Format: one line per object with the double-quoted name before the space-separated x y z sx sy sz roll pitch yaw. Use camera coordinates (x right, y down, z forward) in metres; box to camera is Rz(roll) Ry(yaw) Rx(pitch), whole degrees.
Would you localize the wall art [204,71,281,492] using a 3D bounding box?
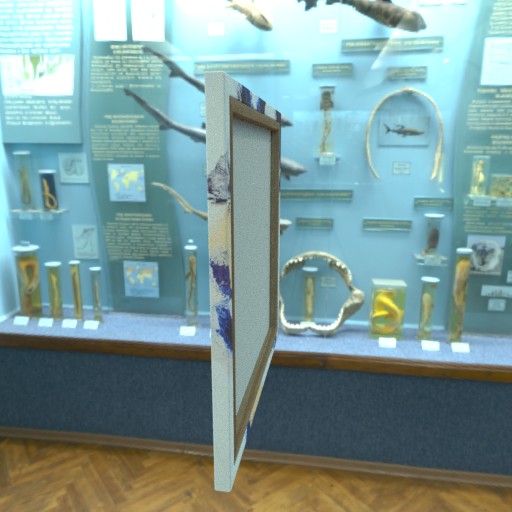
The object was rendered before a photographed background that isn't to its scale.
"wall art" 0.000 0.000 1.320 0.038 0.885 0.887 2 13 9
